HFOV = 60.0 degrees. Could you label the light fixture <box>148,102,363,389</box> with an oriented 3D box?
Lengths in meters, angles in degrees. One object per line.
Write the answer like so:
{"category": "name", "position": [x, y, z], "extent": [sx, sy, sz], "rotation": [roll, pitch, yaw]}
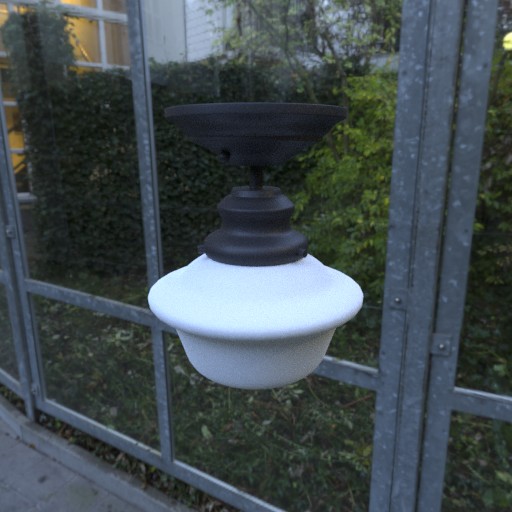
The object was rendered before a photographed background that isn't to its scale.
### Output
{"category": "light fixture", "position": [0.000, 0.000, 0.406], "extent": [0.197, 0.254, 0.197], "rotation": [0, 14, 0]}
